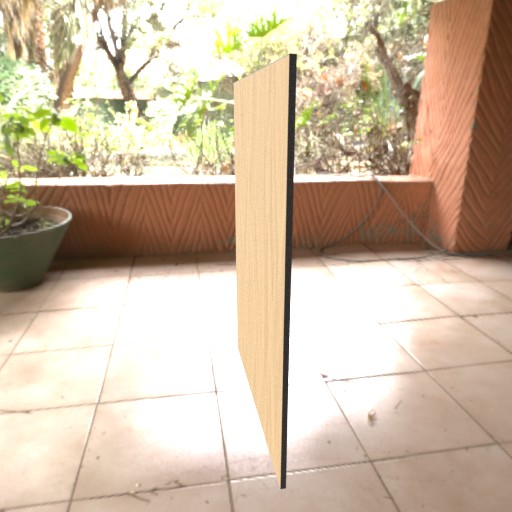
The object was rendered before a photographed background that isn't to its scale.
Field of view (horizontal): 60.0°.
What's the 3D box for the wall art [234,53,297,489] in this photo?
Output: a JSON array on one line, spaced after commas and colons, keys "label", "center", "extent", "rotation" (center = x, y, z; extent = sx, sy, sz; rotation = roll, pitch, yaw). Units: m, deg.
[{"label": "wall art", "center": [0.000, 0.000, 1.454], "extent": [0.016, 1.116, 0.810], "rotation": [-3, 18, -10]}]
